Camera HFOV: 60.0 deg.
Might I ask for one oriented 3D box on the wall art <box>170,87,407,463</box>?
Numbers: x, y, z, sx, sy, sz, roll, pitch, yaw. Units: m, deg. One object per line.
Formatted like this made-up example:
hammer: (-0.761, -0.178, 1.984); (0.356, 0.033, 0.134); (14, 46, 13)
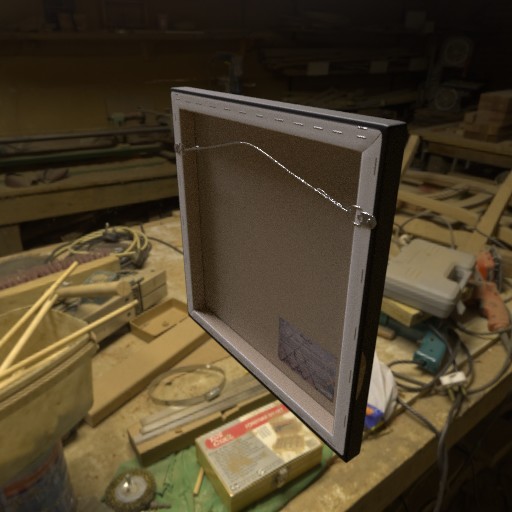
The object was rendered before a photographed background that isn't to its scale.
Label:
wall art: (0.000, 0.000, 0.916); (0.043, 0.611, 0.610); (-18, 31, -32)
